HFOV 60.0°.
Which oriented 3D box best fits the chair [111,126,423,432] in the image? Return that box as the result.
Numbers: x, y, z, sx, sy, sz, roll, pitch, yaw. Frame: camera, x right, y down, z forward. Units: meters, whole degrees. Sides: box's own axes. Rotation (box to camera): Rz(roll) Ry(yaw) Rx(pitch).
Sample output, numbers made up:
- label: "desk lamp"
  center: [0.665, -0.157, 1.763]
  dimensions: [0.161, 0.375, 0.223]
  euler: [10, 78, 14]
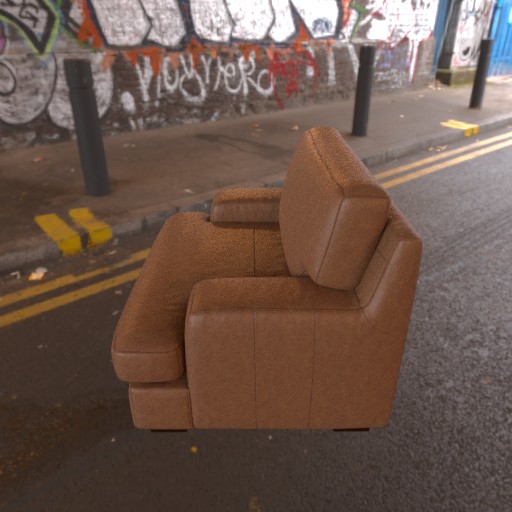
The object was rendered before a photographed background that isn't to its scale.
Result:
- label: "chair"
  center: [0.000, 0.000, 2.004]
  dimensions: [1.050, 0.978, 1.276]
  euler: [0, 27, 0]
